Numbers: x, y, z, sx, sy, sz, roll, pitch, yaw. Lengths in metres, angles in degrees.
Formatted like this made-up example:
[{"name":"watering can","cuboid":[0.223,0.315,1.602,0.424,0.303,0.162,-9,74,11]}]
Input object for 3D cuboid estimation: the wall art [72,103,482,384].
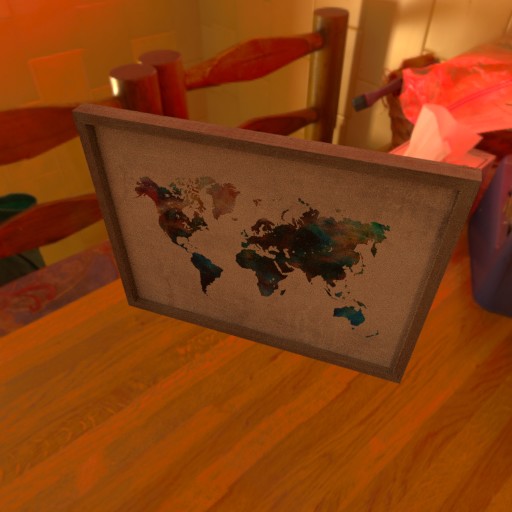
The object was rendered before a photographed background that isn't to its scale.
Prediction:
[{"name":"wall art","cuboid":[0.000,0.000,1.726,1.320,1.009,0.070,13,44,14]}]
